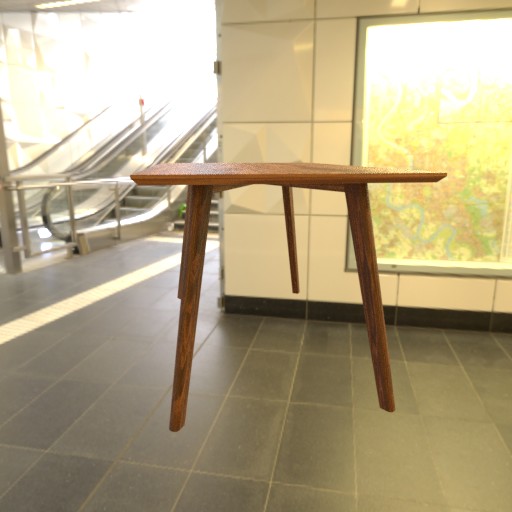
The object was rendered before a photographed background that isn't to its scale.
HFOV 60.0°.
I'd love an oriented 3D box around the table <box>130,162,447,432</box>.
[{"bbox_3d":[0.000,0.000,1.824,0.801,0.724,1.349,-2,13,-8],"label":"table"}]
